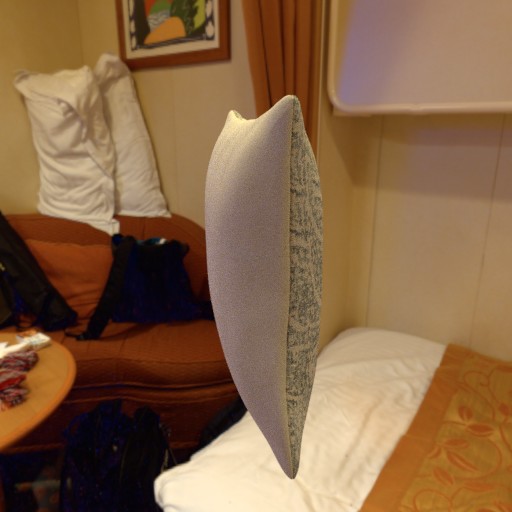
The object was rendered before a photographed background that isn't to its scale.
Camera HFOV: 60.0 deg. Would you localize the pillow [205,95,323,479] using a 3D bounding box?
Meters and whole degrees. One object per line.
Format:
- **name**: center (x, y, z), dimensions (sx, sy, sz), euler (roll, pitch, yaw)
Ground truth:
- **pillow**: center (0.000, 0.000, 0.789), dimensions (0.166, 0.510, 0.523), euler (-3, 16, -10)
